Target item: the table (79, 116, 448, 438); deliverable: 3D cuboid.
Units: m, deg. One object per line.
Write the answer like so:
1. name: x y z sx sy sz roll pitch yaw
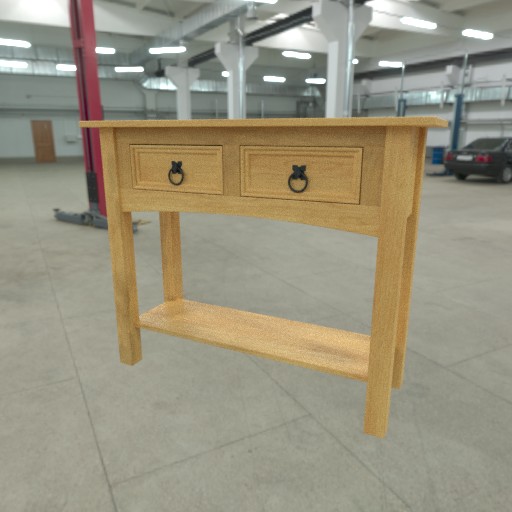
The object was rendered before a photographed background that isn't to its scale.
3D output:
1. table: 0.000 0.000 1.246 0.900 0.728 0.340 8 17 25
